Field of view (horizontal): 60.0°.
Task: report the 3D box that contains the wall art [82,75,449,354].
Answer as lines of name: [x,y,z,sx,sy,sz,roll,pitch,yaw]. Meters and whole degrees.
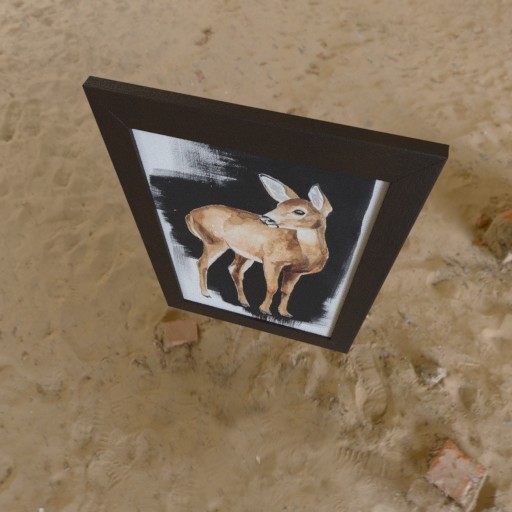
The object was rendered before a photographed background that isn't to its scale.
wall art: [0.000,0.000,0.640,0.359,0.513,0.017,14,59,8]
